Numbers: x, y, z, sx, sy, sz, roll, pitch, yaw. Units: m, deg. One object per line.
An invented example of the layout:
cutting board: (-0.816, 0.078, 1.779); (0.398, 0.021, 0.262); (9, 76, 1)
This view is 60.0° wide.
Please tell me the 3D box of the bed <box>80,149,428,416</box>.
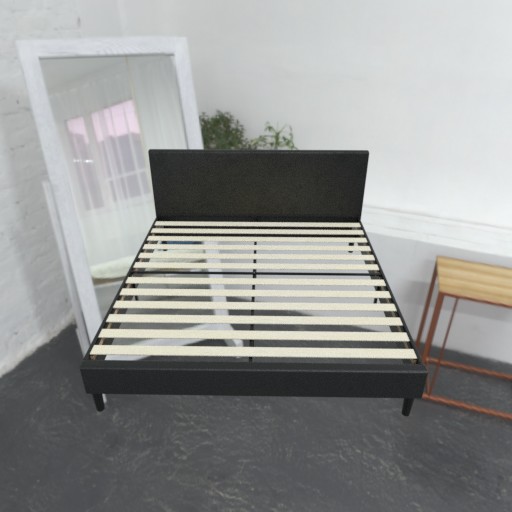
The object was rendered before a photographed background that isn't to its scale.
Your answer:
bed: (0.000, 0.000, 3.410); (2.018, 1.046, 2.152); (1, 30, 1)
